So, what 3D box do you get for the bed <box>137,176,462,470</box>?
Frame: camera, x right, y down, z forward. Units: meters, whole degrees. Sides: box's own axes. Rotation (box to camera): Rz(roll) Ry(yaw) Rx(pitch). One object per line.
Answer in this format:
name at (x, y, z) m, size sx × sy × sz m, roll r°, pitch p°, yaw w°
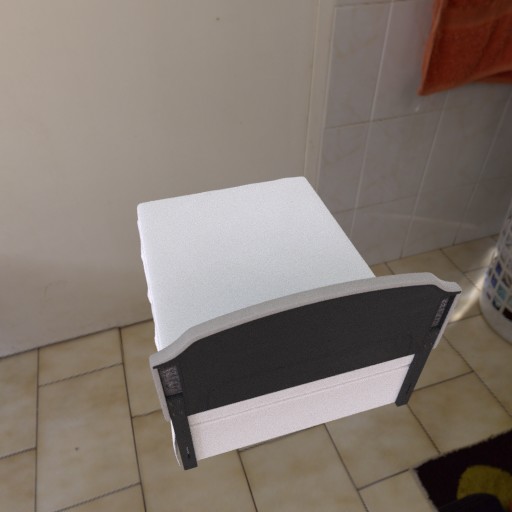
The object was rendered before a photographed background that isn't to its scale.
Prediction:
bed at (0.000, 0.000, 3.012) m, size 1.558 × 1.270 × 1.999 m, roll -11°, pitch 44°, yaw -12°
